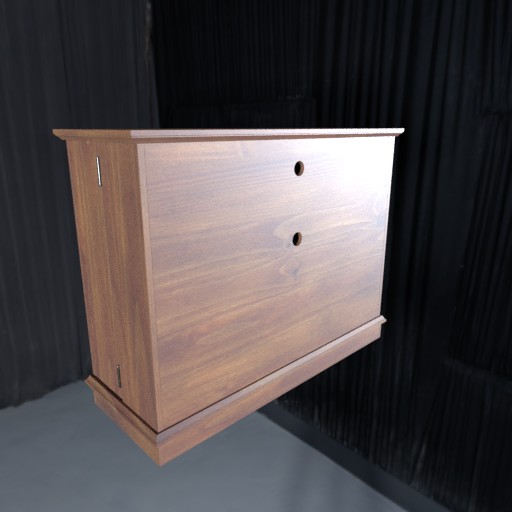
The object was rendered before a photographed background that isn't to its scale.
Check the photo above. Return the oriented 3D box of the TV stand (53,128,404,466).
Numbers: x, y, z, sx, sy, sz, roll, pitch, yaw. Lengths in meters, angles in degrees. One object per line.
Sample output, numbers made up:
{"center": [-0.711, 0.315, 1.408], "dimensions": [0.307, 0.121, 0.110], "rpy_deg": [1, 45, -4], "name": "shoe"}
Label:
{"center": [0.000, 0.000, 1.473], "dimensions": [1.067, 0.813, 0.406], "rpy_deg": [-15, 22, -42], "name": "TV stand"}
